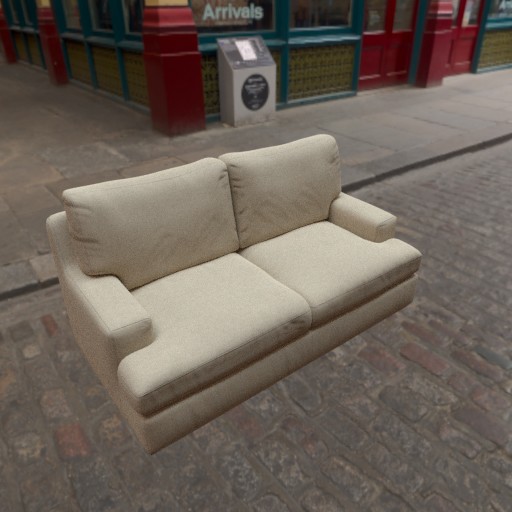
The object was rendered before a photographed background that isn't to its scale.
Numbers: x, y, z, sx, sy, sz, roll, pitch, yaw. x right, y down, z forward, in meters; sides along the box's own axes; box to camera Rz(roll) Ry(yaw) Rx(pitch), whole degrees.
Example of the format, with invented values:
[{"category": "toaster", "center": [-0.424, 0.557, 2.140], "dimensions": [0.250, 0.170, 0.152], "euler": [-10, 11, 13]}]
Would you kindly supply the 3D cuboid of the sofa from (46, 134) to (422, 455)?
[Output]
[{"category": "sofa", "center": [0.000, 0.000, 2.447], "dimensions": [1.885, 0.967, 0.962], "euler": [-21, 36, -32]}]
